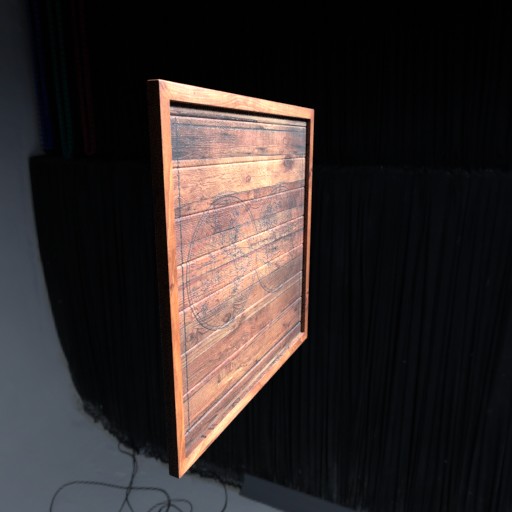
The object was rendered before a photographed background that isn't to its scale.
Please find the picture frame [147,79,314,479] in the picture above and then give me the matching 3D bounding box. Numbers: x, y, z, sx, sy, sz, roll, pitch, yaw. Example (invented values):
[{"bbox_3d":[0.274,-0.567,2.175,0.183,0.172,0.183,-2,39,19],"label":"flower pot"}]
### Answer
[{"bbox_3d":[0.000,0.000,1.222,0.029,0.817,0.810,7,16,25],"label":"picture frame"}]
